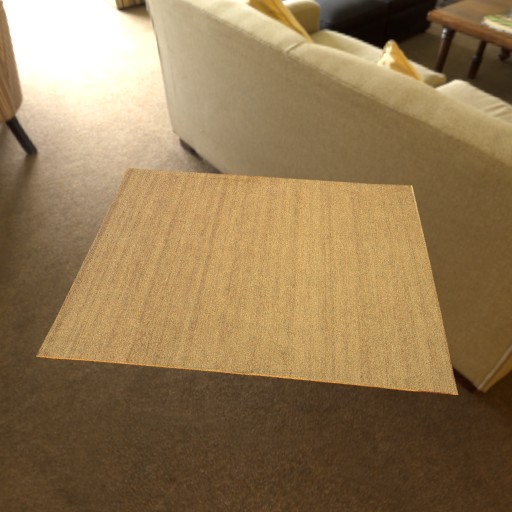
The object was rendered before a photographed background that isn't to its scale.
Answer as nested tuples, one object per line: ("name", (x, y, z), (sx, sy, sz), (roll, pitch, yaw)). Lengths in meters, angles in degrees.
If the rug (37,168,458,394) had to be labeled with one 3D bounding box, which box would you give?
("rug", (0.000, 0.000, 4.133), (3.202, 0.045, 2.434), (4, 47, 4))
